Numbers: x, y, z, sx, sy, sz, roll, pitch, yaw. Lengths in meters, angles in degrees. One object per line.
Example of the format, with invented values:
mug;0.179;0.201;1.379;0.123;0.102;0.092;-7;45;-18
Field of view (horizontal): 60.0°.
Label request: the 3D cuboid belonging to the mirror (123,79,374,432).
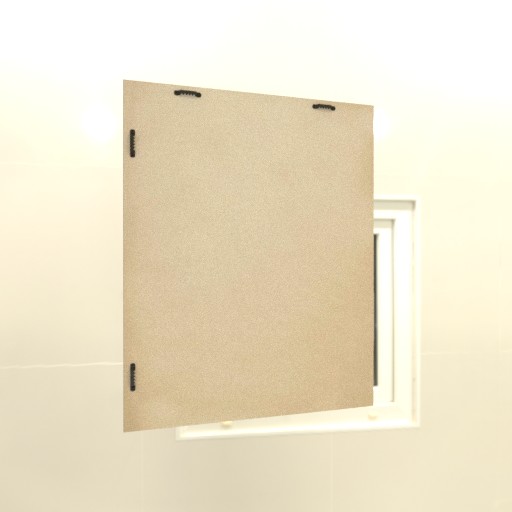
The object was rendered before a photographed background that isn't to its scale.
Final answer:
mirror;0.000;0.000;0.707;0.405;0.508;0.041;0;0;-16
